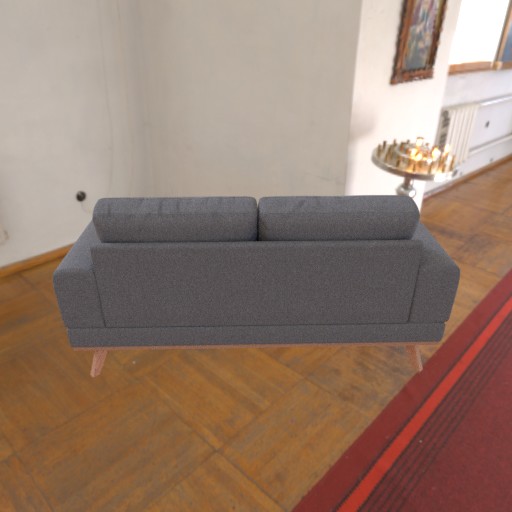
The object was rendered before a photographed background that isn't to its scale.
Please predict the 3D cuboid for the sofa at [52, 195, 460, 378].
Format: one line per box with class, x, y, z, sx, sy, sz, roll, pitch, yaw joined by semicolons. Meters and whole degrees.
sofa;0.000;0.000;2.148;1.650;0.810;0.785;-1;29;-1
